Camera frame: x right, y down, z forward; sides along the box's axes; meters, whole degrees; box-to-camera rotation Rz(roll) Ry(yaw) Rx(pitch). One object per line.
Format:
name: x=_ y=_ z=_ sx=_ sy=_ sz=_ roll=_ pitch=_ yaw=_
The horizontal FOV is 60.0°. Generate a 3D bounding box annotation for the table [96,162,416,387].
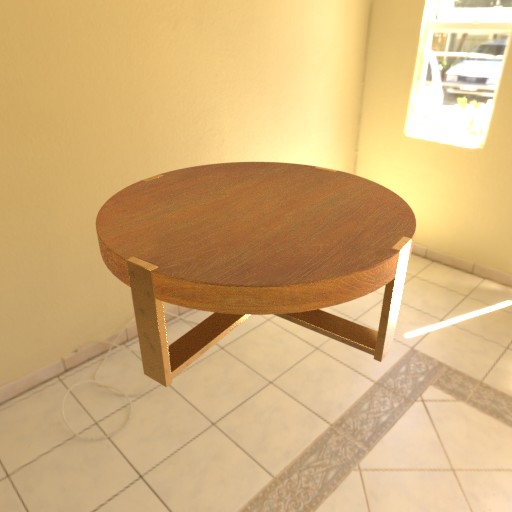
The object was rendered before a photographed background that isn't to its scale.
table: x=0.000 y=0.000 z=1.700 sx=1.100 sy=0.420 sz=1.100 roll=0 pitch=28 yaw=0
